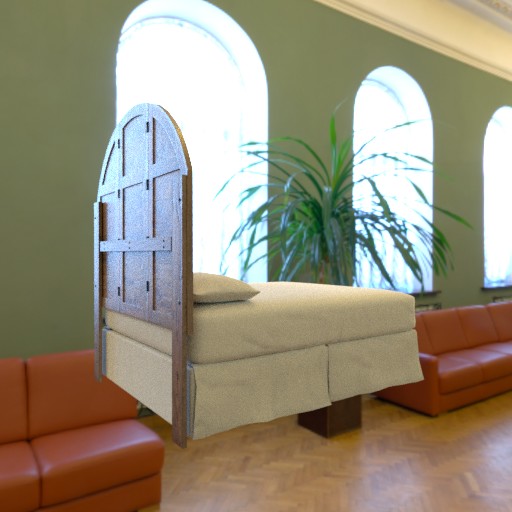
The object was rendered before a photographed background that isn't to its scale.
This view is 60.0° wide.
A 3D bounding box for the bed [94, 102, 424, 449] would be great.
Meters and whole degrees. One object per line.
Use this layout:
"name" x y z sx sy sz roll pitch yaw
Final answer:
"bed" 0.000 0.000 3.580 2.112 2.002 1.713 0 0 -36
